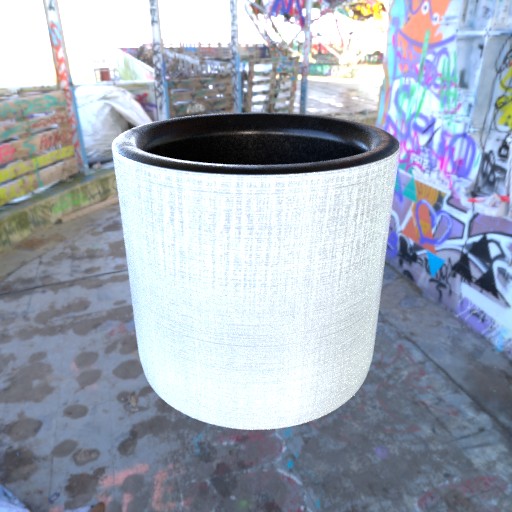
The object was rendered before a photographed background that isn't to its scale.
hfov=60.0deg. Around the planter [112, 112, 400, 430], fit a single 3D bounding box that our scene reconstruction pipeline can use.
[{"bbox_3d":[0.000,0.000,0.285,0.160,0.156,0.160,0,26,0],"label":"planter"}]
